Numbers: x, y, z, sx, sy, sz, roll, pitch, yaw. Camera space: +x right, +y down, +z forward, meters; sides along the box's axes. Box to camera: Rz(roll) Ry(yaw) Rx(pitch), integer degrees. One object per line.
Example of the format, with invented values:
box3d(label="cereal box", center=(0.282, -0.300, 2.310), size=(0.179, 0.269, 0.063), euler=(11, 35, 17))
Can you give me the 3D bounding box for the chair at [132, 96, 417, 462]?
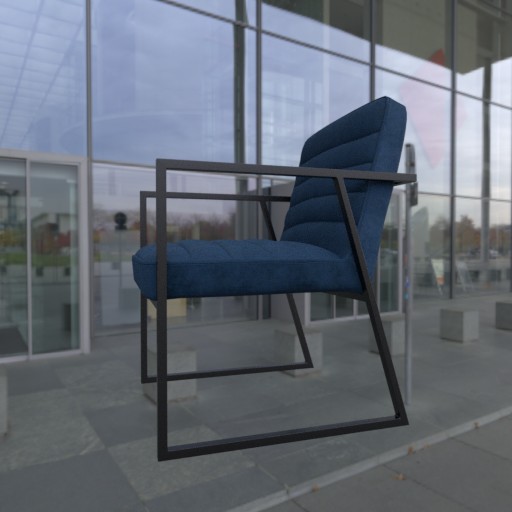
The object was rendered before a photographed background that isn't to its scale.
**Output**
box3d(label="chair", center=(0.000, 0.000, 1.268), size=(0.677, 0.833, 0.571), euler=(0, 1, -18))
